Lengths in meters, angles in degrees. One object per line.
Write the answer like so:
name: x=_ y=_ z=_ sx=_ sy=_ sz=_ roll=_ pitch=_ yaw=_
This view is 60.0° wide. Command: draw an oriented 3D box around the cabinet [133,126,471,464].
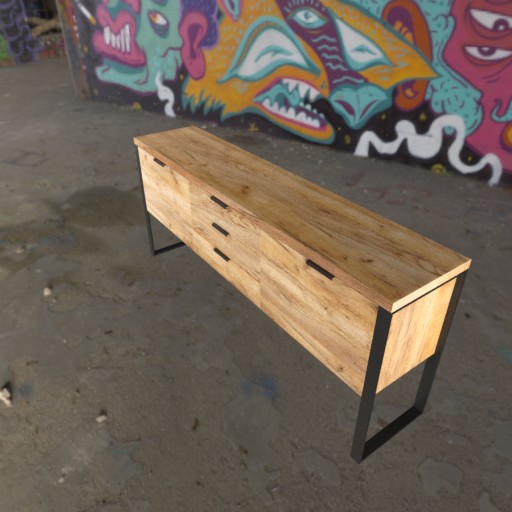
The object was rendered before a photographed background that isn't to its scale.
cabinet: x=0.000 y=0.000 z=2.137 sx=0.395 sy=0.762 sz=1.800 roll=-21 pitch=38 yaw=-30
